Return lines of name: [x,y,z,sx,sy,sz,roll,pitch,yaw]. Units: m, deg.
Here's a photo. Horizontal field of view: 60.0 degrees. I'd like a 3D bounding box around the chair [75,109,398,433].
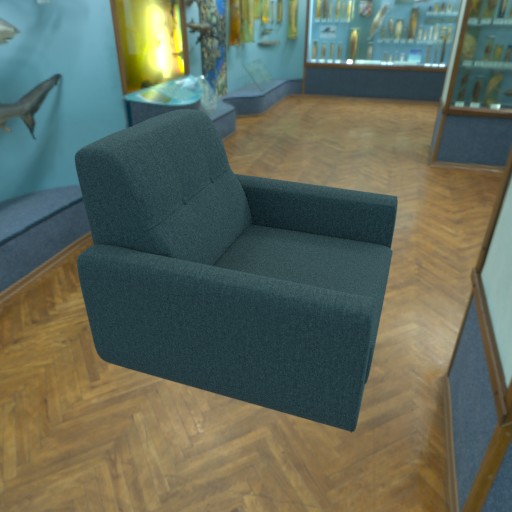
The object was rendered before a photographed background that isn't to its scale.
chair: [0.000,0.000,1.674,0.964,0.940,0.880,10,31,17]
